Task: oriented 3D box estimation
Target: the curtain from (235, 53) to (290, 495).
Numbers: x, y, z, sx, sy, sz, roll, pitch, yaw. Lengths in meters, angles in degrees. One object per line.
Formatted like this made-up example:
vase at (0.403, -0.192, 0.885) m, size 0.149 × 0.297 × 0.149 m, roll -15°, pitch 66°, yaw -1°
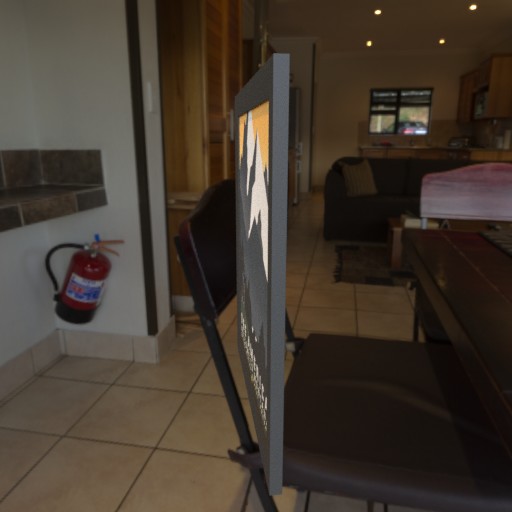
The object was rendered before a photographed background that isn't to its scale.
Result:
curtain at (0.000, 0.000, 0.796) m, size 0.027 × 0.585 × 0.483 m, roll -2°, pitch 14°, yaw -8°
